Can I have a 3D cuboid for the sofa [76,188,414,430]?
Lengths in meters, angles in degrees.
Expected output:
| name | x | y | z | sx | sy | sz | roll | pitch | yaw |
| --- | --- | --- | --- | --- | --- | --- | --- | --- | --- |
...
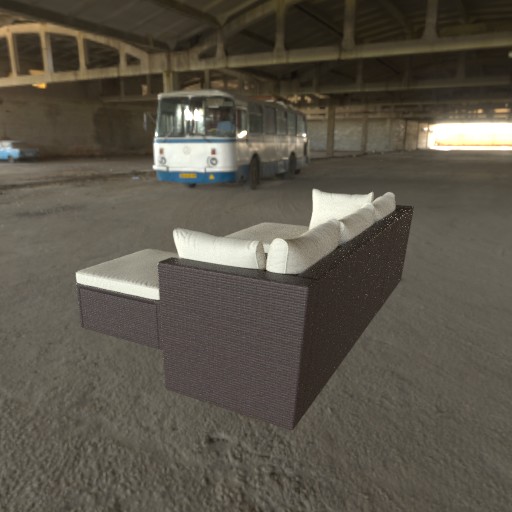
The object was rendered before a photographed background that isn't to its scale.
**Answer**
| name | x | y | z | sx | sy | sz | roll | pitch | yaw |
| --- | --- | --- | --- | --- | --- | --- | --- | --- | --- |
| sofa | 0.000 | 0.000 | 2.944 | 1.612 | 0.766 | 2.192 | 8 | 17 | 27 |
